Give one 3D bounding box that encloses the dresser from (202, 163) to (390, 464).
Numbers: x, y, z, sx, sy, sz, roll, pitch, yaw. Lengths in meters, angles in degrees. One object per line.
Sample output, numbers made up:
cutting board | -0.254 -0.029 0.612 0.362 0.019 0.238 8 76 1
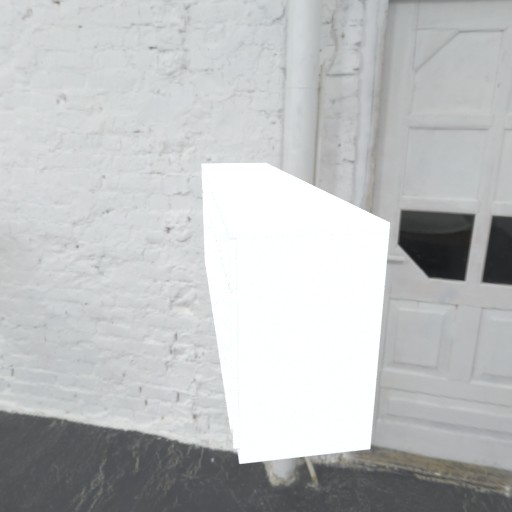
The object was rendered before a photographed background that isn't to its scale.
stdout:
dresser | 0.000 0.000 2.496 0.500 0.840 2.200 -3 17 -8
